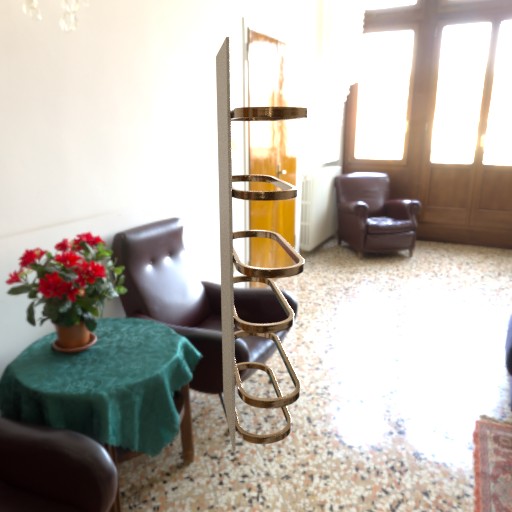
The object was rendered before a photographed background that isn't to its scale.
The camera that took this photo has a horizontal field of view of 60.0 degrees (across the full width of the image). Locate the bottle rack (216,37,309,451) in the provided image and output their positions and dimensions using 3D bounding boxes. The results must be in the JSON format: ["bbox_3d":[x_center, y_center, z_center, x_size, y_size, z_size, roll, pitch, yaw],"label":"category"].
[{"bbox_3d":[0.000,0.000,0.827,0.118,0.709,0.332,-3,16,-9],"label":"bottle rack"}]
